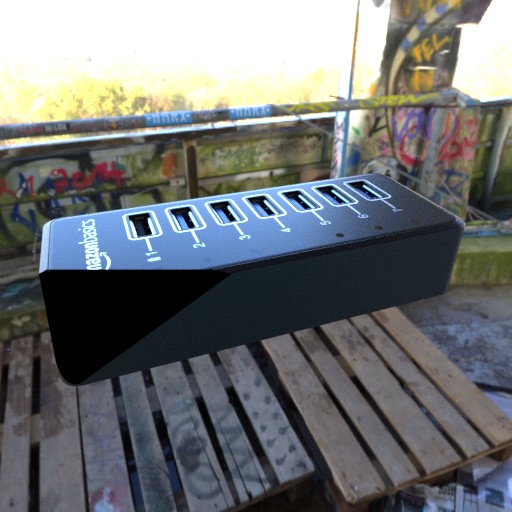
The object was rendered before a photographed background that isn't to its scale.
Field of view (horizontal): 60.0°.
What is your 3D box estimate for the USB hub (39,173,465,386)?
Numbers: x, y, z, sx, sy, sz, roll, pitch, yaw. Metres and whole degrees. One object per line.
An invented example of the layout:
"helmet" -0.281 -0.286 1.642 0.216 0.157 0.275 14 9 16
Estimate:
"USB hub" 0.000 0.000 0.127 0.110 0.023 0.044 -11 33 -17
